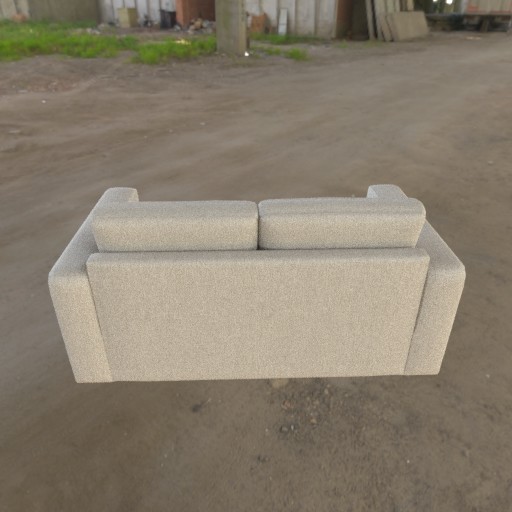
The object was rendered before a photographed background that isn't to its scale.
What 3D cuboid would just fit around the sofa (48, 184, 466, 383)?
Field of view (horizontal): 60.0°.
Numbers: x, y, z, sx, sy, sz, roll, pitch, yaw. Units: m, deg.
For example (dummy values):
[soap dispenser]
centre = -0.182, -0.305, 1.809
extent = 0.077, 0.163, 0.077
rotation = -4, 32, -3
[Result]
[sofa]
centre = 0.000, 0.000, 2.050
extent = 1.540, 0.800, 0.900
rotation = -1, 31, -2
